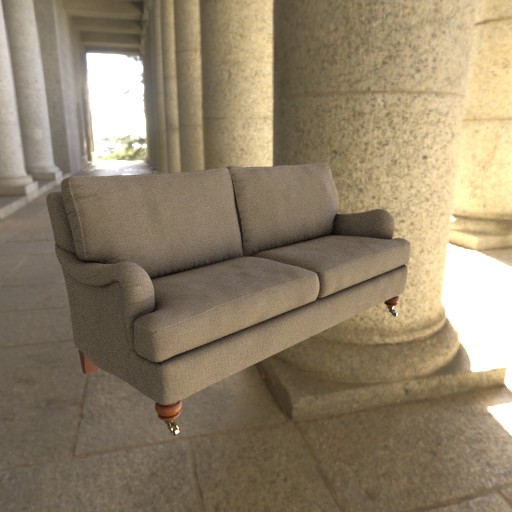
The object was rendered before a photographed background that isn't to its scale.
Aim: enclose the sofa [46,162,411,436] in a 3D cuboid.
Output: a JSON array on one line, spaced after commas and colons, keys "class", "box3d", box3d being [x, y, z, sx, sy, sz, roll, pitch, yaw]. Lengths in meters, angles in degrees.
[{"class": "sofa", "box3d": [0.000, 0.000, 2.816, 2.193, 1.096, 1.069, -14, 21, -42]}]
